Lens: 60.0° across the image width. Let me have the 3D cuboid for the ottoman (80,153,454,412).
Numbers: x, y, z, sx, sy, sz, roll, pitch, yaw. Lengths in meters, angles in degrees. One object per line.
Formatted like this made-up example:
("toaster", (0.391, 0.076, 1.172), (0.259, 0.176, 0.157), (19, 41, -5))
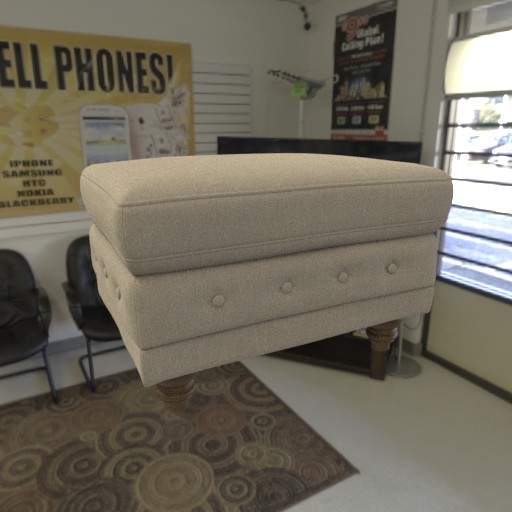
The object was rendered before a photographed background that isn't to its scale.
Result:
("ottoman", (0.000, 0.000, 1.138), (0.771, 0.500, 0.569), (-8, 18, -26))
